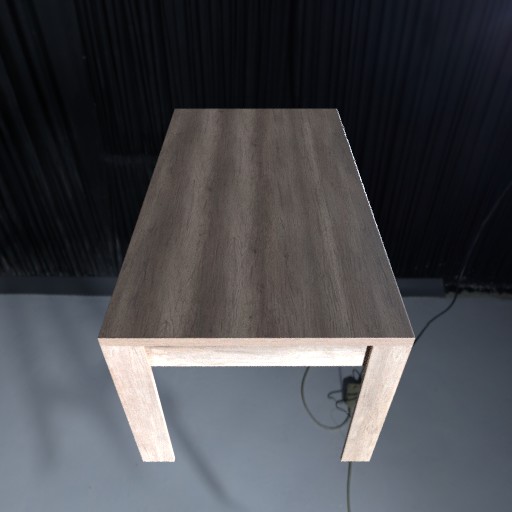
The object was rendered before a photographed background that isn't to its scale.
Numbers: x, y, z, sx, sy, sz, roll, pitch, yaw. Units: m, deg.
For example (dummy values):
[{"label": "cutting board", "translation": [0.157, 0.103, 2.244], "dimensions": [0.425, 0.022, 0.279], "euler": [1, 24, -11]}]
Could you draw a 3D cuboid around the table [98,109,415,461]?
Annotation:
[{"label": "table", "translation": [0.000, 0.000, 2.112], "dimensions": [0.900, 0.775, 1.600], "euler": [0, 41, 0]}]
